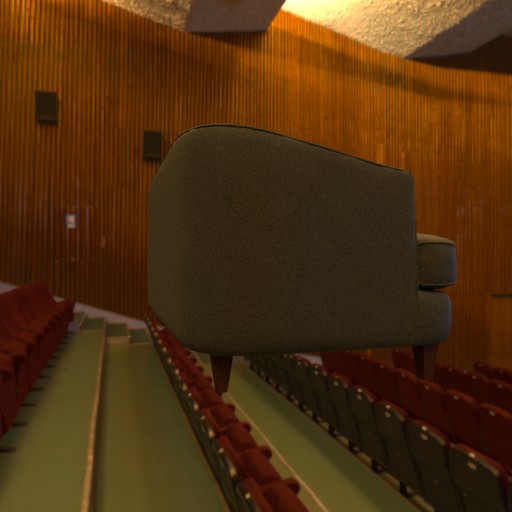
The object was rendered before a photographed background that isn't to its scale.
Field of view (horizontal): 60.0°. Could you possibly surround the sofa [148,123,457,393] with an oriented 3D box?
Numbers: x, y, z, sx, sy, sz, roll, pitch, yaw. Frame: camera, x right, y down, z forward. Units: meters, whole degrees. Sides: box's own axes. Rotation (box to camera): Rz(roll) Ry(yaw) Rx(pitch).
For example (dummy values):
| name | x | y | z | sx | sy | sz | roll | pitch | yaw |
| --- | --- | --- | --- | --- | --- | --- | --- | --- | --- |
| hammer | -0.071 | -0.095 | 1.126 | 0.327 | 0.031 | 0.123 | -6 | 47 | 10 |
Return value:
| name | x | y | z | sx | sy | sz | roll | pitch | yaw |
| --- | --- | --- | --- | --- | --- | --- | --- | --- | --- |
| sofa | 0.000 | 0.000 | 2.174 | 0.941 | 0.855 | 1.733 | 0 | 0 | -18 |
